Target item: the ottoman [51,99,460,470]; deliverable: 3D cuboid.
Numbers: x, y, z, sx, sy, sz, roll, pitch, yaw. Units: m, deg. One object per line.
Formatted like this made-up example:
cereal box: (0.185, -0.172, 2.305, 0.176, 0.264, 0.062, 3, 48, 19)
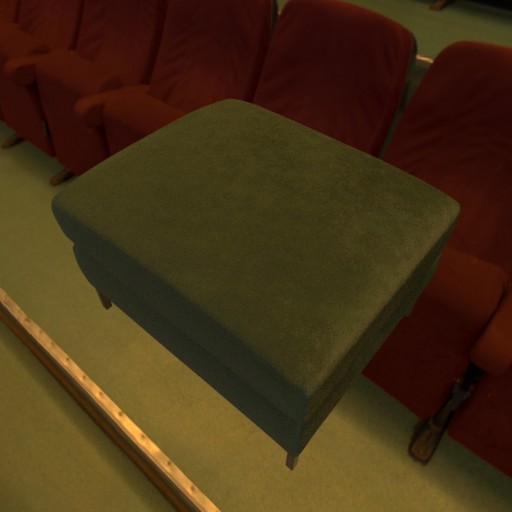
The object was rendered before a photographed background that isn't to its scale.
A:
ottoman: (0.000, 0.000, 1.287, 0.839, 0.538, 0.701, 32, 56, 26)
